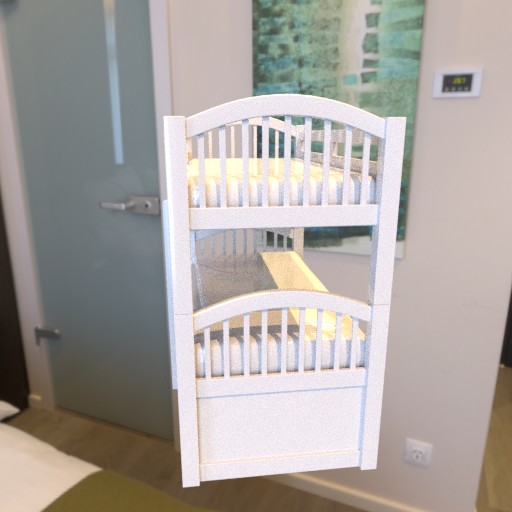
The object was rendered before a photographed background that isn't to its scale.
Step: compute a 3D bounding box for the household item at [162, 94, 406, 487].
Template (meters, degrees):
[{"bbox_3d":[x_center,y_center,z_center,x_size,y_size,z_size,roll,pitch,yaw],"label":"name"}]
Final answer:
[{"bbox_3d":[0.000,0.000,3.187,1.143,2.032,2.032,-2,15,-7],"label":"household item"}]
